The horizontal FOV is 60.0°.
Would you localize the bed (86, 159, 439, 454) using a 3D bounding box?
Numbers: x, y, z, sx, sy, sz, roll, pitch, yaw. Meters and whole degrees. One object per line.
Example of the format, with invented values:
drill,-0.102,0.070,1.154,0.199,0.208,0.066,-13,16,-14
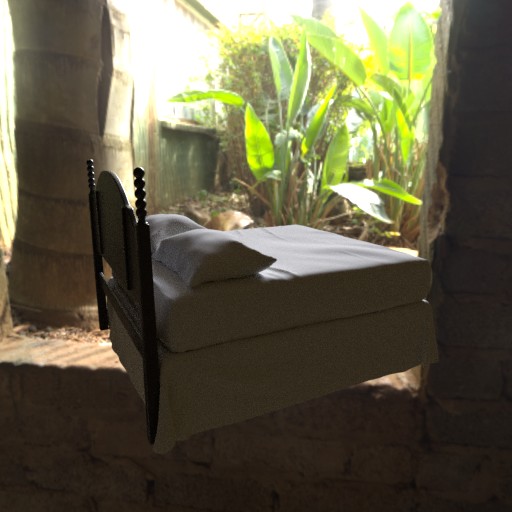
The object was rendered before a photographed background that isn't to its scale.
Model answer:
bed,0.000,0.000,3.208,2.040,1.356,1.873,-7,15,-26
